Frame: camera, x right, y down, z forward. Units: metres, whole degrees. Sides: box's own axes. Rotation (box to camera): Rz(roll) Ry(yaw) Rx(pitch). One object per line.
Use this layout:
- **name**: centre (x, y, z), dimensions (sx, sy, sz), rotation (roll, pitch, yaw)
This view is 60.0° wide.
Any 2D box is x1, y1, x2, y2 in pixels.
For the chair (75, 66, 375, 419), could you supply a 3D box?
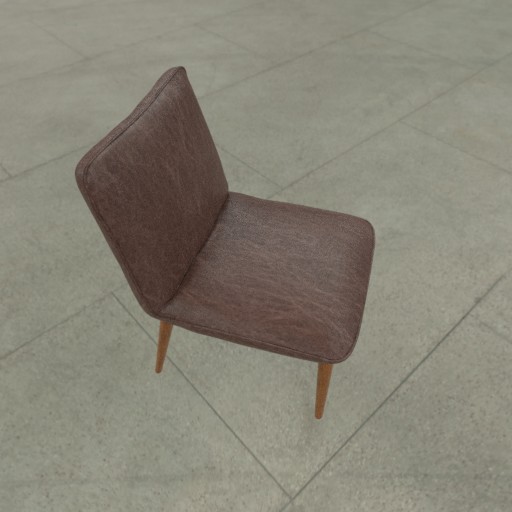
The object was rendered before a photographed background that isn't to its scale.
- **chair**: centre (0.000, 0.000, 1.223), dimensions (0.645, 0.803, 0.543), rotation (9, 48, 8)
